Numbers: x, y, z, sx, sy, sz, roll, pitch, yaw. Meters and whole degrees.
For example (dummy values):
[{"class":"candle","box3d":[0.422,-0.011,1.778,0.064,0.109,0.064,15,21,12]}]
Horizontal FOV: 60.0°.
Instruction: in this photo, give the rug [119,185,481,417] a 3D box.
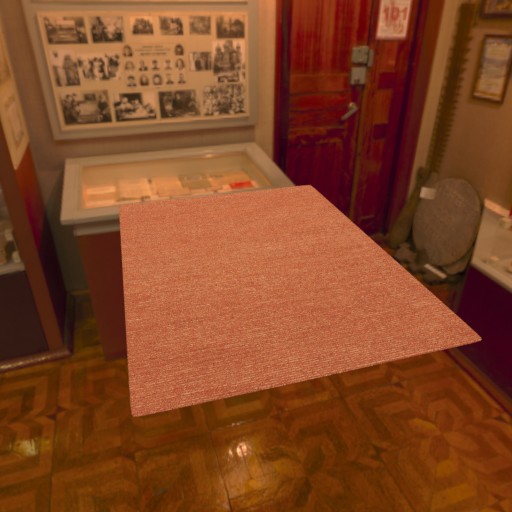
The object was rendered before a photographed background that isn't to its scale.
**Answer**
[{"class":"rug","box3d":[0.000,0.000,2.742,1.594,0.009,2.112,-8,31,-14]}]
